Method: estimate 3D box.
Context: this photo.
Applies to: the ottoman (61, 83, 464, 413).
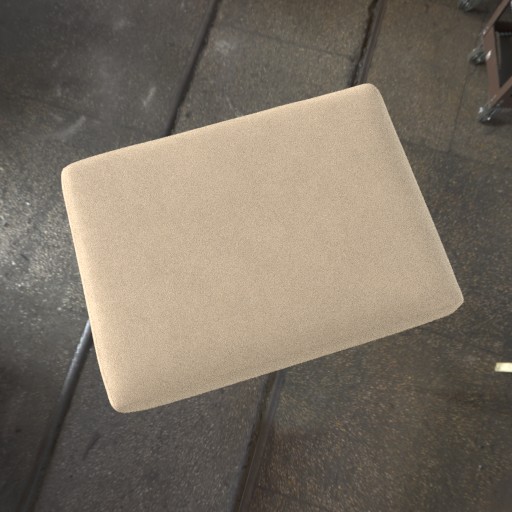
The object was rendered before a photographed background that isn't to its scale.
[{"bbox_3d":[0.000,0.000,1.142,0.773,0.504,0.569,-16,77,-4],"label":"ottoman"}]
